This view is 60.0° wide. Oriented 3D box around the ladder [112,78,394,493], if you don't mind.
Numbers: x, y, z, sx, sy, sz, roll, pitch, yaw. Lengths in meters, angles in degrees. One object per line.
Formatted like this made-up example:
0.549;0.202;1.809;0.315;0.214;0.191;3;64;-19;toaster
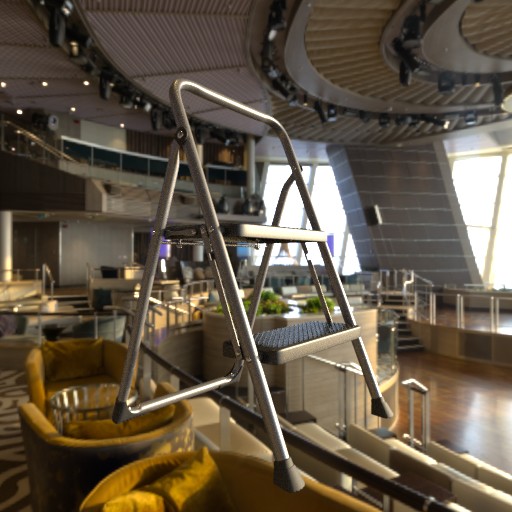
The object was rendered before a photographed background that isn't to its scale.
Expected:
0.000;0.000;0.980;0.472;0.720;0.430;0;0;37;ladder
